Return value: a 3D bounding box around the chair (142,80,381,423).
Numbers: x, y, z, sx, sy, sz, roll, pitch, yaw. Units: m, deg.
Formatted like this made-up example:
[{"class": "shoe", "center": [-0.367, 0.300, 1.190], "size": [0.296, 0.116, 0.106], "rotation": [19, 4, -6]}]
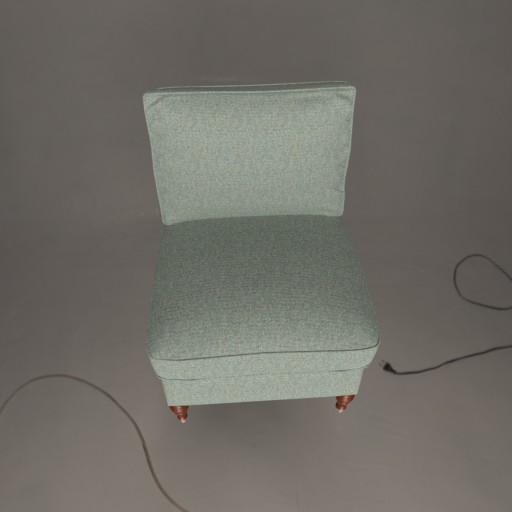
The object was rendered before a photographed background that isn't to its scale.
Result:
[{"class": "chair", "center": [0.000, 0.000, 1.410], "size": [0.624, 0.901, 0.796], "rotation": [-3, 45, -3]}]
